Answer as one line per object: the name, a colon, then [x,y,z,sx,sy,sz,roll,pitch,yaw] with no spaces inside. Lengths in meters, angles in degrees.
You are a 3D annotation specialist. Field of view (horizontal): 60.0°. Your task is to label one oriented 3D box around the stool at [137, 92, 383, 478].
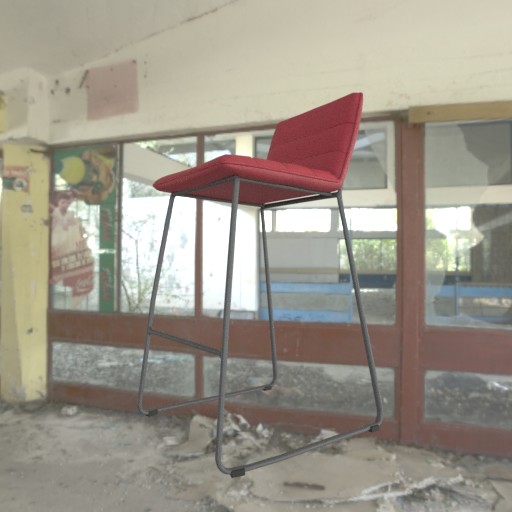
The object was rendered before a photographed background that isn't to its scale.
stool: [0.000,0.000,1.256,0.524,0.937,0.489,1,-1,-36]
